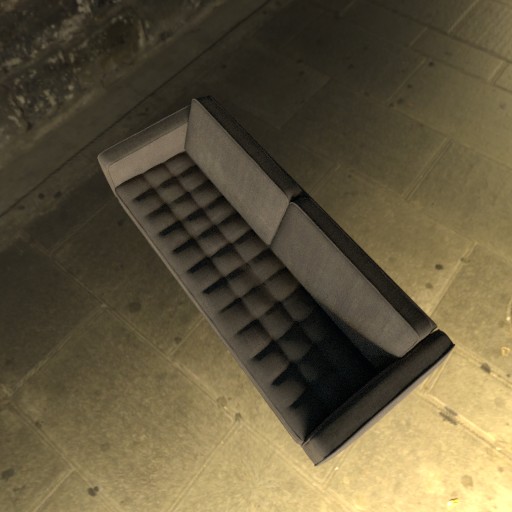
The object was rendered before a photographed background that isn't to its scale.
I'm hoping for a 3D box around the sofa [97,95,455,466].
[{"bbox_3d":[0.000,0.000,2.716,0.923,0.813,2.295,-34,67,-16],"label":"sofa"}]
